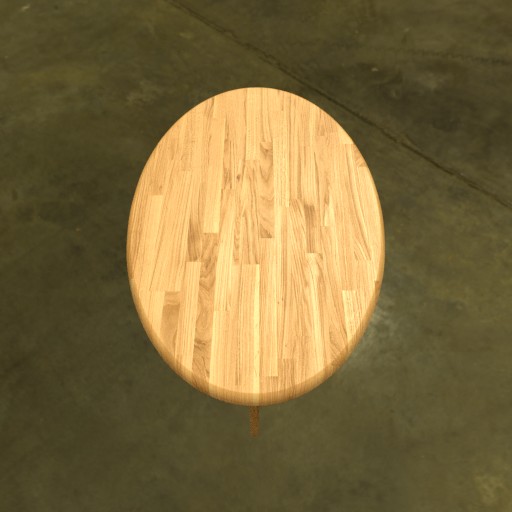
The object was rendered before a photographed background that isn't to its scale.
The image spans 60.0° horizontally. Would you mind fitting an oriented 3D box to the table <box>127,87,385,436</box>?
[{"bbox_3d":[0.000,0.000,1.408,0.690,0.490,1.040,0,58,0],"label":"table"}]
